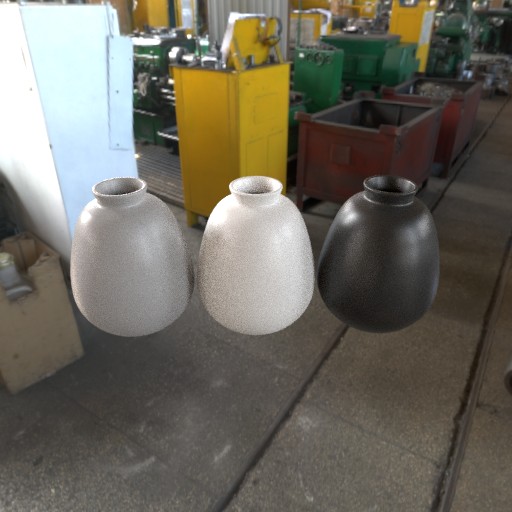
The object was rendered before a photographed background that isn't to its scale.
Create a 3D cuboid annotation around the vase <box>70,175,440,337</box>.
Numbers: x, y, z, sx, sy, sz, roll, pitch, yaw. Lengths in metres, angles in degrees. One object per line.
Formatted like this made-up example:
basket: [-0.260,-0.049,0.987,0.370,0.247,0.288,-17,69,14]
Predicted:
vase: [0.000,0.000,0.358,0.297,0.122,0.097,-1,31,-1]
